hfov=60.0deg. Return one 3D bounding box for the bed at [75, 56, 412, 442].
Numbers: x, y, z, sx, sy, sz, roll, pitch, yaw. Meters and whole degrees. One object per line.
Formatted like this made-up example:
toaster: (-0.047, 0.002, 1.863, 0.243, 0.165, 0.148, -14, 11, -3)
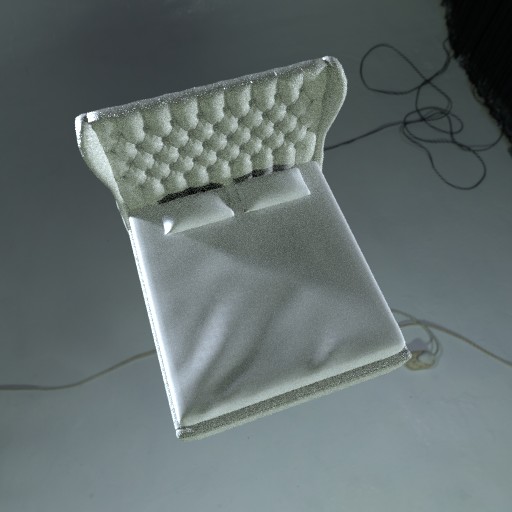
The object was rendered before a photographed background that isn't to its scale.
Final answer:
bed: (0.000, 0.000, 3.804, 2.219, 1.771, 2.347, -17, 65, -8)
